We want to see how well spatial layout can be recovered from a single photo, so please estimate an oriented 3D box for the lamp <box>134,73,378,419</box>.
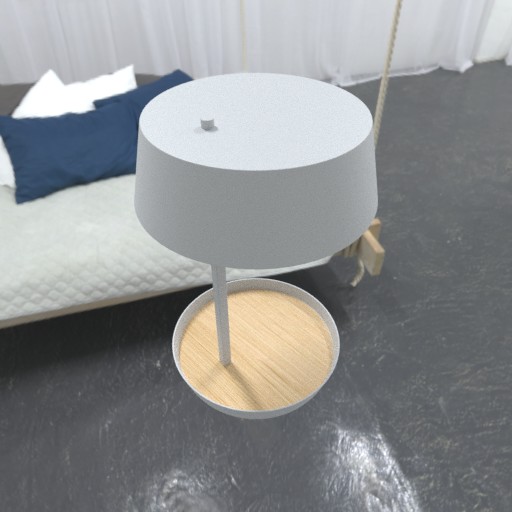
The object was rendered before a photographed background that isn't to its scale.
[{"bbox_3d":[0.000,0.000,0.611,0.291,0.429,0.291,0,41,0],"label":"lamp"}]
